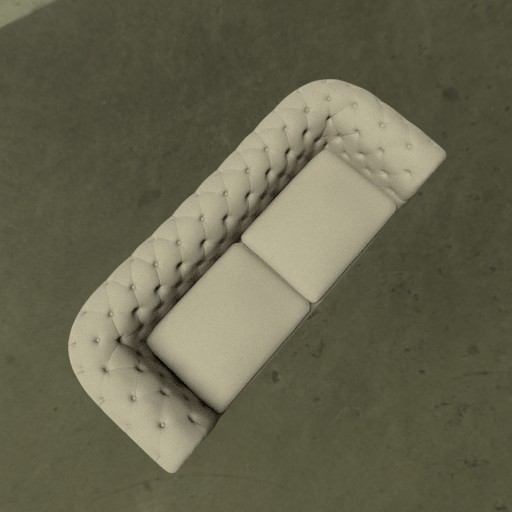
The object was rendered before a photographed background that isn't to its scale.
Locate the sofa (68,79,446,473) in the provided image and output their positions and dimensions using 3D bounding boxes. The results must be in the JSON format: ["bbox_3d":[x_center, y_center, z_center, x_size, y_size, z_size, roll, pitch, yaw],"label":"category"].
[{"bbox_3d":[0.000,0.000,2.777,0.991,0.749,2.411,41,80,9],"label":"sofa"}]
